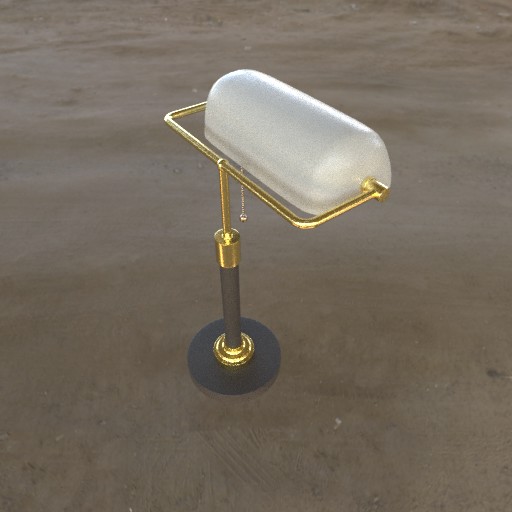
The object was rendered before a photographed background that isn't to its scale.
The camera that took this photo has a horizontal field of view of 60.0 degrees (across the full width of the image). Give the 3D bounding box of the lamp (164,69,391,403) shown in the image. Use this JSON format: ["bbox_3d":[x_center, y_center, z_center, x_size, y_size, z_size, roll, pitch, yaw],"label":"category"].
[{"bbox_3d":[0.000,0.000,0.572,0.227,0.404,0.269,-27,49,-26],"label":"lamp"}]
